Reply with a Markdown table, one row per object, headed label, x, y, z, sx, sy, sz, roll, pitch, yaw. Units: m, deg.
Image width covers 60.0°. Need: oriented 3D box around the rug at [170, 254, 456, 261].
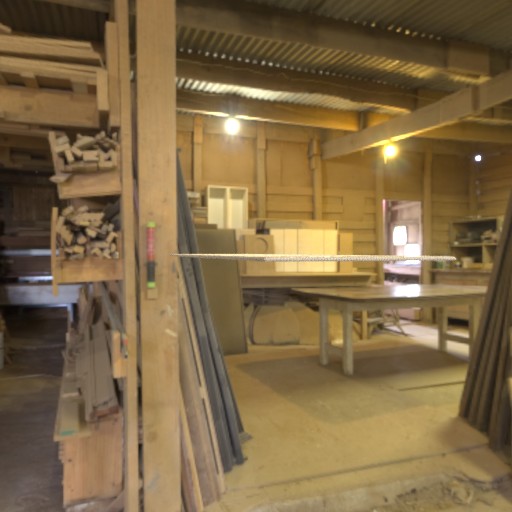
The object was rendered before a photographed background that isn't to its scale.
| label | x | y | z | sx | sy | sz | roll | pitch | yaw |
| --- | --- | --- | --- | --- | --- | --- | --- | --- | --- |
| rug | 0.000 | 0.000 | 2.460 | 0.678 | 0.014 | 2.276 | 0 | 0 | -18 |
